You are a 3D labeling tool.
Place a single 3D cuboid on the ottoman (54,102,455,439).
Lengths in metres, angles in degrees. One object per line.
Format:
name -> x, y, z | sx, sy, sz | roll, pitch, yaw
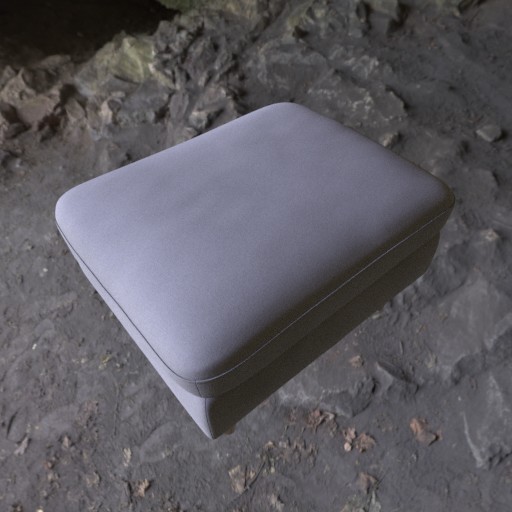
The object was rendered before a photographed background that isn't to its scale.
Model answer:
ottoman -> 0.000, 0.000, 1.101 | 0.747, 0.478, 0.593 | -32, 54, -26
